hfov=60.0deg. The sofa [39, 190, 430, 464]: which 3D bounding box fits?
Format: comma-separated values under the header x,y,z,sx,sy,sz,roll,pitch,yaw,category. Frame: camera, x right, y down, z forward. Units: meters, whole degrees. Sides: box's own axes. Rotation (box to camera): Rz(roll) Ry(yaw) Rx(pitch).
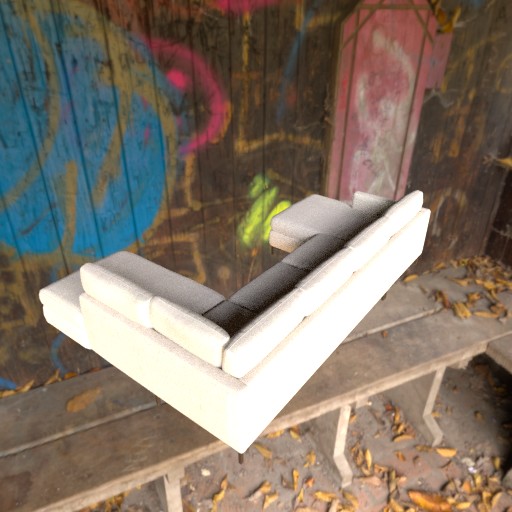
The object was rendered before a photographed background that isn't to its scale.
x,y,z,sx,sy,sz,roll,pitch,yaw,category
0.000,0.000,3.609,1.879,0.756,2.737,21,37,32,sofa
